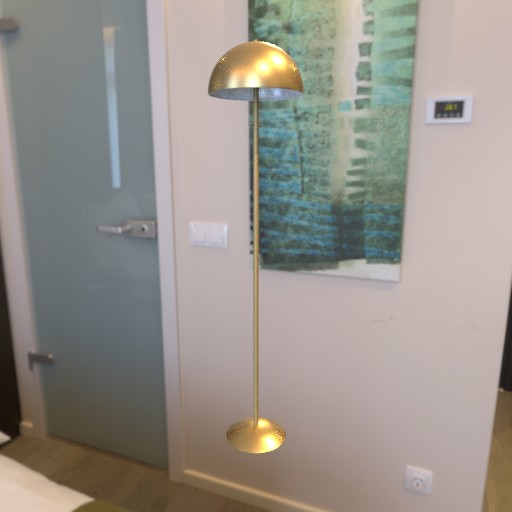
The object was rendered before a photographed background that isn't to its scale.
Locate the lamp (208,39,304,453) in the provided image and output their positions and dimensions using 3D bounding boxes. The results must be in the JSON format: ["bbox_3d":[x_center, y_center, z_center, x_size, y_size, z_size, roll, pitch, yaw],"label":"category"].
[{"bbox_3d":[0.000,0.000,1.641,0.328,1.480,0.328,-2,12,-8],"label":"lamp"}]
